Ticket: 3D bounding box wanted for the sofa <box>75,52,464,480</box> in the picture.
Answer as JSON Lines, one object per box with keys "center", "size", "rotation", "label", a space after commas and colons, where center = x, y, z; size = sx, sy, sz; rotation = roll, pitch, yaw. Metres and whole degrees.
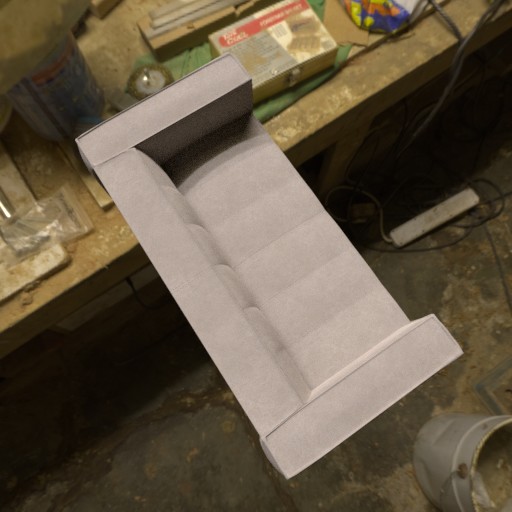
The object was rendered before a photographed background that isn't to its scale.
{"center": [0.000, 0.000, 2.476], "size": [1.038, 0.680, 1.995], "rotation": [-33, 77, -8], "label": "sofa"}
